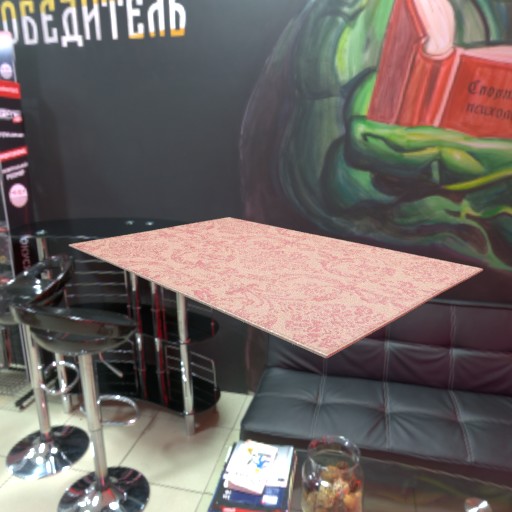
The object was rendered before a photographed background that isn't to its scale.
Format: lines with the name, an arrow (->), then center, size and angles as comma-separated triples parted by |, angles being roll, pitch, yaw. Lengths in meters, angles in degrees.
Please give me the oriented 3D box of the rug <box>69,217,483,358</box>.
rug -> 0.000, 0.000, 2.324 | 1.219, 0.012, 1.839 | -15, 21, -42
